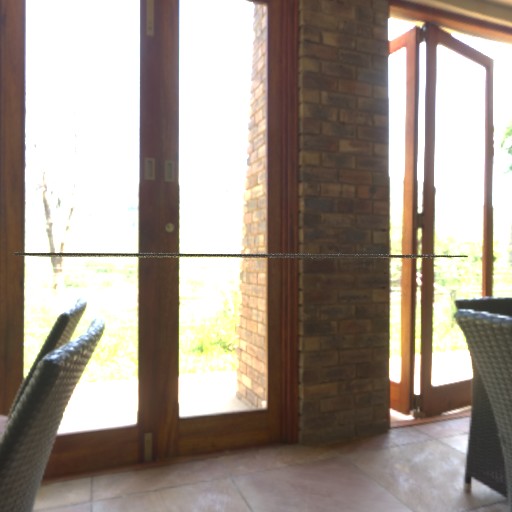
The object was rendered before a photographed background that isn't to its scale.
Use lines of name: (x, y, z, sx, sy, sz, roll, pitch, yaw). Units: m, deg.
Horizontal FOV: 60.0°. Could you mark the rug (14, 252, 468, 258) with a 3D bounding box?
rug: (0.000, 0.000, 1.977, 1.827, 0.012, 0.553, 0, -1, -17)
